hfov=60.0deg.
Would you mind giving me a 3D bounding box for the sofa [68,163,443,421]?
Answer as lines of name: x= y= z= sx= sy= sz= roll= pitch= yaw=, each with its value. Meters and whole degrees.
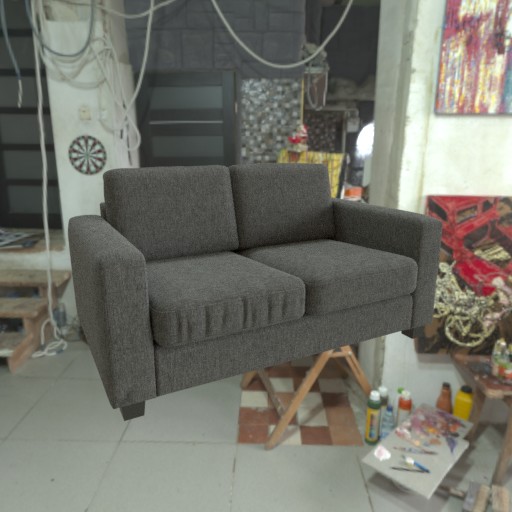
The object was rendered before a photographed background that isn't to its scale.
sofa: x=0.000 y=0.000 z=2.045 sx=1.520 sy=0.800 sz=0.900 roll=-8 pitch=17 yaw=-27
